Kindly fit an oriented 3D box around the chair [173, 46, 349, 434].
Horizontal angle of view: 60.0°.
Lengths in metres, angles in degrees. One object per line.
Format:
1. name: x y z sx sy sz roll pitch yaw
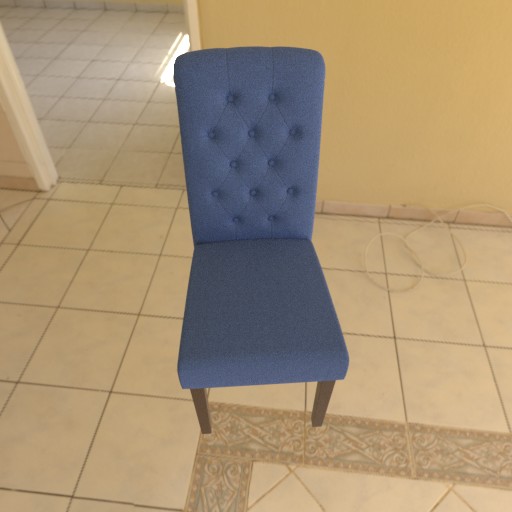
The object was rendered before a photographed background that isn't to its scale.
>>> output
1. chair: 0.000 0.000 1.341 0.456 1.006 0.671 -3 46 -3
